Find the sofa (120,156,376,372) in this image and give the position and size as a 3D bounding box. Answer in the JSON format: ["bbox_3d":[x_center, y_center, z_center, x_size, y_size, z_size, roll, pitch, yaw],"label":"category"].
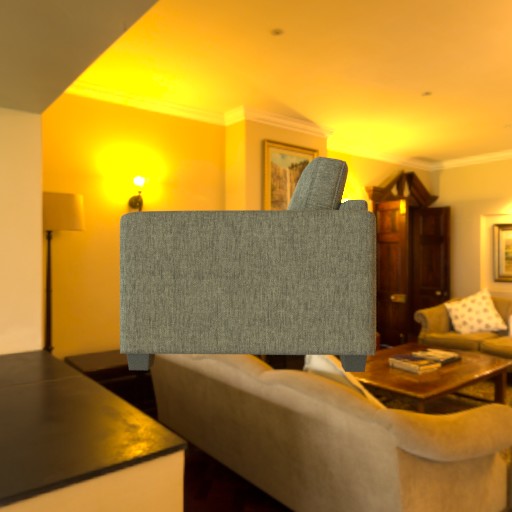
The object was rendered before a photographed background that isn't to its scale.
[{"bbox_3d":[0.000,0.000,2.589,0.900,0.800,2.160,0,0,2],"label":"sofa"}]
